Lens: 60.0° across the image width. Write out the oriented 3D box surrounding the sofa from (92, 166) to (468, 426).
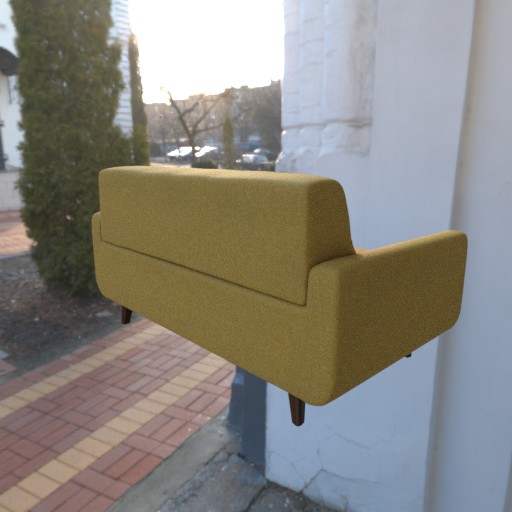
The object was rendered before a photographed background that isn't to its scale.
[{"bbox_3d":[0.000,0.000,2.127,0.909,0.841,1.631,-12,18,-42],"label":"sofa"}]
